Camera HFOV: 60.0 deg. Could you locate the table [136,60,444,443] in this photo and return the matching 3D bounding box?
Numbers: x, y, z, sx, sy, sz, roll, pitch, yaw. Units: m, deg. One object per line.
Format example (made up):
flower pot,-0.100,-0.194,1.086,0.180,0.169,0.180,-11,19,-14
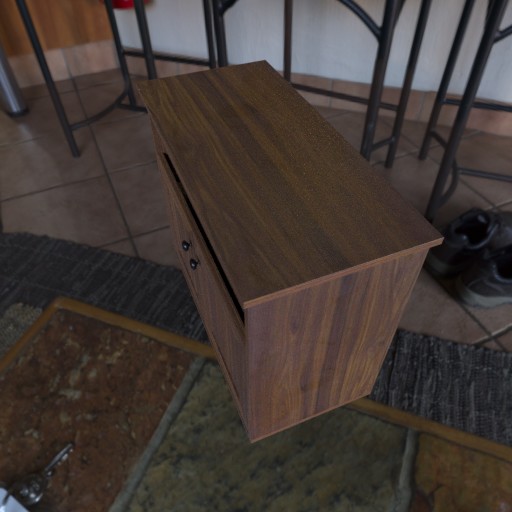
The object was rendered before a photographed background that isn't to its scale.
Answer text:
table,0.000,0.000,1.250,0.390,0.725,0.802,-17,49,-15
